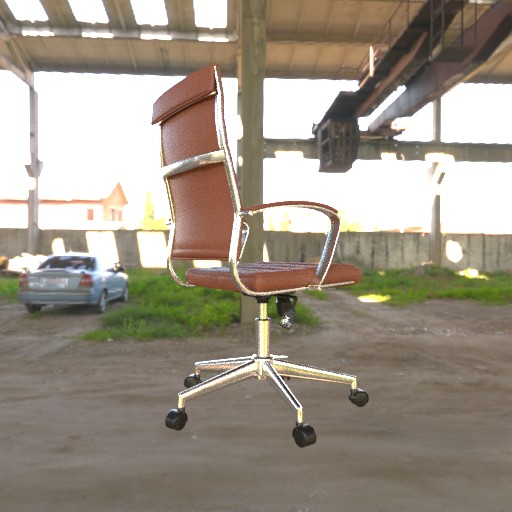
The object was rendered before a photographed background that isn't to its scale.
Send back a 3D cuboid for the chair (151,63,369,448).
[{"bbox_3d":[0.000,0.000,1.671,0.739,1.149,0.766,0,1,-36],"label":"chair"}]
